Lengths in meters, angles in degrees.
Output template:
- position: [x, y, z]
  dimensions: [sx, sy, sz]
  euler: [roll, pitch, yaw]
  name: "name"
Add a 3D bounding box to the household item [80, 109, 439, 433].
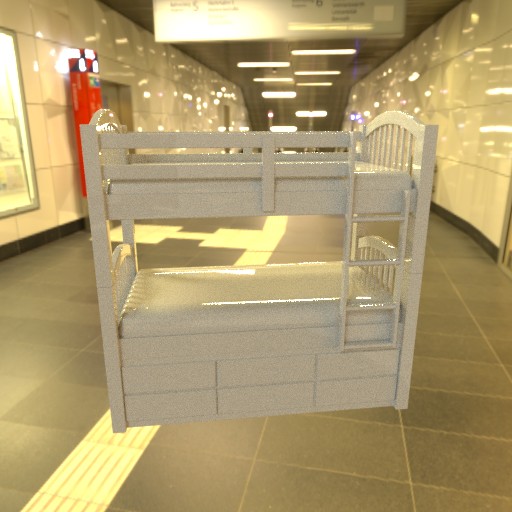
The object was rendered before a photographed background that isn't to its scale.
- position: [0.000, 0.000, 3.244]
  dimensions: [2.032, 2.032, 1.143]
  euler: [-2, 16, -7]
  name: "household item"
